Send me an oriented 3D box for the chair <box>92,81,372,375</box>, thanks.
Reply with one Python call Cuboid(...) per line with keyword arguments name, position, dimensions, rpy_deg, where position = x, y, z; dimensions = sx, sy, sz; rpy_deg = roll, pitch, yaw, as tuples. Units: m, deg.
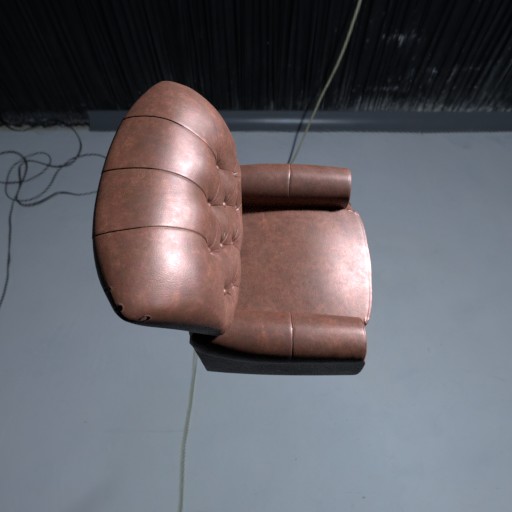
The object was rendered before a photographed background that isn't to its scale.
Cuboid(name="chair", position=(0.000, 0.000, 1.936), dimensions=(1.031, 1.162, 0.979), rpy_deg=(1, 62, 1))
